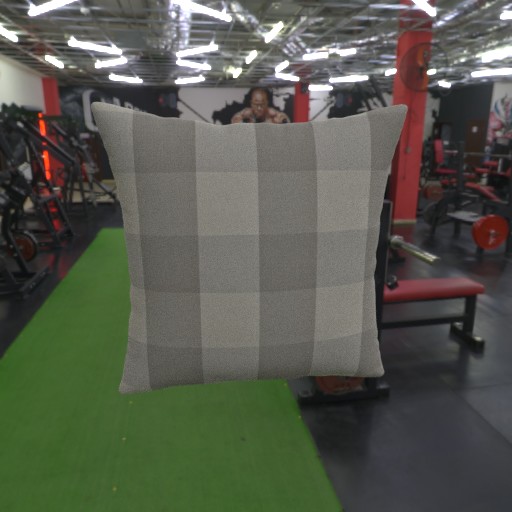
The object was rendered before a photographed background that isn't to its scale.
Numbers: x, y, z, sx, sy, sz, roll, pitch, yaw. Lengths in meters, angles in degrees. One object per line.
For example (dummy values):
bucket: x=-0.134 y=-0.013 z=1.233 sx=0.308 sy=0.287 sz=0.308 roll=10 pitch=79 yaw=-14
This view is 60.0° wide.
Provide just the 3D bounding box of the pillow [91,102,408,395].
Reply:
pillow: x=0.000 y=0.000 z=0.779 sx=0.511 sy=0.509 sz=0.161 roll=-2 pitch=16 yaw=-7
